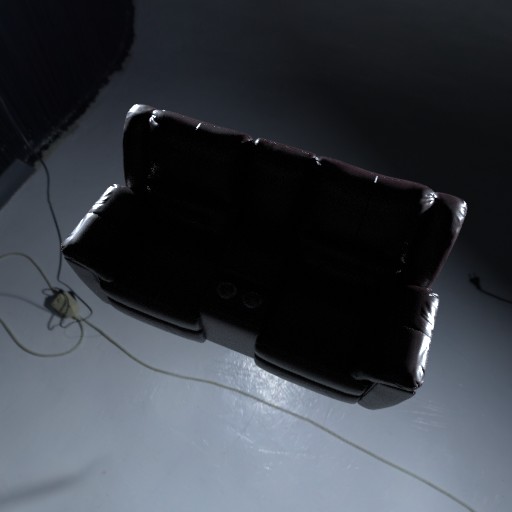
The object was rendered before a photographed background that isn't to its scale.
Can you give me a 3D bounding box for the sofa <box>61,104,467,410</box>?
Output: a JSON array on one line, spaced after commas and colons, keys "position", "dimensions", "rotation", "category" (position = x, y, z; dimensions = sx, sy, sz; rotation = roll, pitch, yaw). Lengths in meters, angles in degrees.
[{"position": [0.000, 0.000, 2.579], "dimensions": [2.058, 1.043, 0.991], "rotation": [19, 61, 11], "category": "sofa"}]
